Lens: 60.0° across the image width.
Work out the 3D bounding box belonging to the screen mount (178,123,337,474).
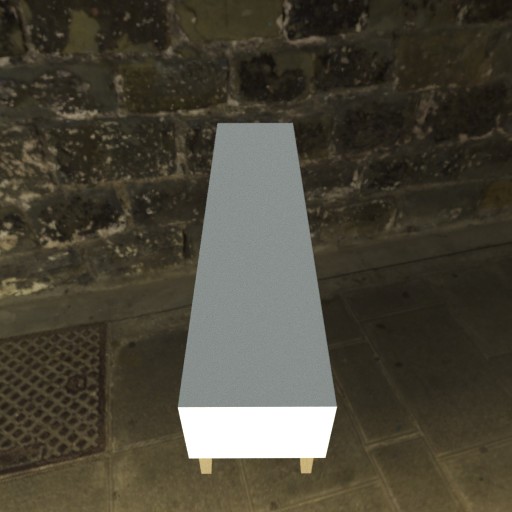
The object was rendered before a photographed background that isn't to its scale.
[{"bbox_3d":[0.000,0.000,1.872,0.399,0.432,1.644,0,41,0],"label":"screen mount"}]
